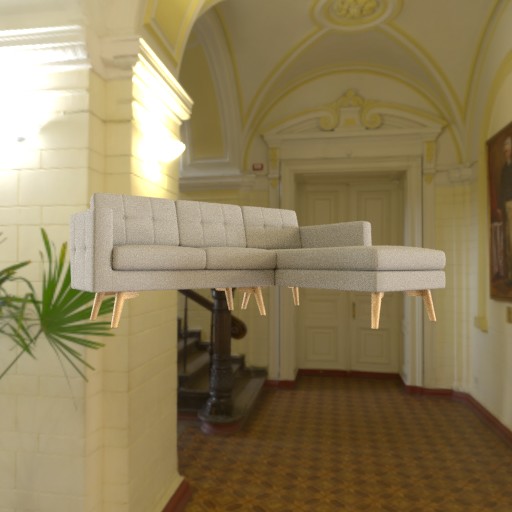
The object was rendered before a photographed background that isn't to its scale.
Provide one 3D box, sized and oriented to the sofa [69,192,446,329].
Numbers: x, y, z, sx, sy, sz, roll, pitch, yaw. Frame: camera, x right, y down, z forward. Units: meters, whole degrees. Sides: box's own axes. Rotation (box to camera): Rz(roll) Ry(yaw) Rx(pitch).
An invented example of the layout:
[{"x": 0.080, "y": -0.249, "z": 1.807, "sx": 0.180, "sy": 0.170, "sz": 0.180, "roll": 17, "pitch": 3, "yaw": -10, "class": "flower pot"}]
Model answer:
[{"x": 0.000, "y": 0.000, "z": 2.966, "sx": 2.040, "sy": 0.860, "sz": 1.530, "roll": 1, "pitch": -1, "yaw": -36, "class": "sofa"}]
